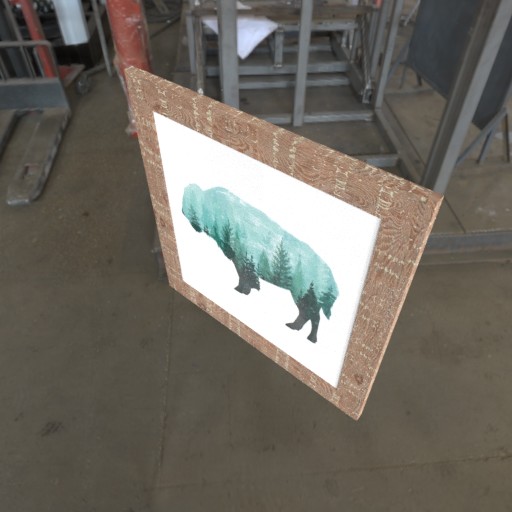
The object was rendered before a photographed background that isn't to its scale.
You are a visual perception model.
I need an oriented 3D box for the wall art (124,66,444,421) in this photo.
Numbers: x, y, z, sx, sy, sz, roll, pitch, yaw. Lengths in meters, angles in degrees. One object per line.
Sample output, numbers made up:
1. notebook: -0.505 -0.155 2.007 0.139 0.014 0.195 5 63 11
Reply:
1. wall art: 0.000 0.000 0.565 0.380 0.380 0.022 31 53 27
